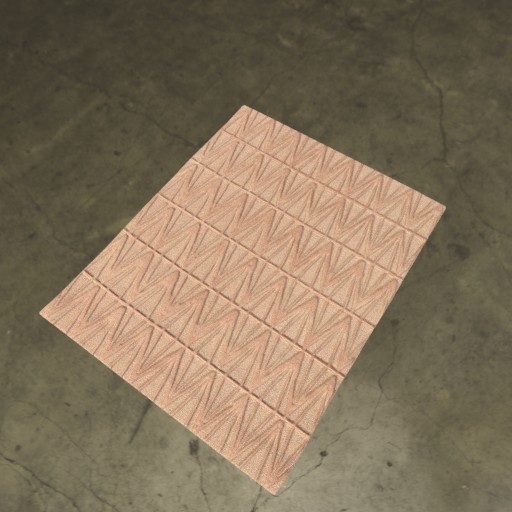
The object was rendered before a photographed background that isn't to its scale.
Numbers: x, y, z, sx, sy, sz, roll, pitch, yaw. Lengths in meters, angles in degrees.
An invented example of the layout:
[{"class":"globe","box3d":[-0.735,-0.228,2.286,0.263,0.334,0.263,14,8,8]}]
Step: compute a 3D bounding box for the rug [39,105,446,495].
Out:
[{"class":"rug","box3d":[0.000,0.000,4.080,2.453,0.043,3.052,31,66,16]}]
